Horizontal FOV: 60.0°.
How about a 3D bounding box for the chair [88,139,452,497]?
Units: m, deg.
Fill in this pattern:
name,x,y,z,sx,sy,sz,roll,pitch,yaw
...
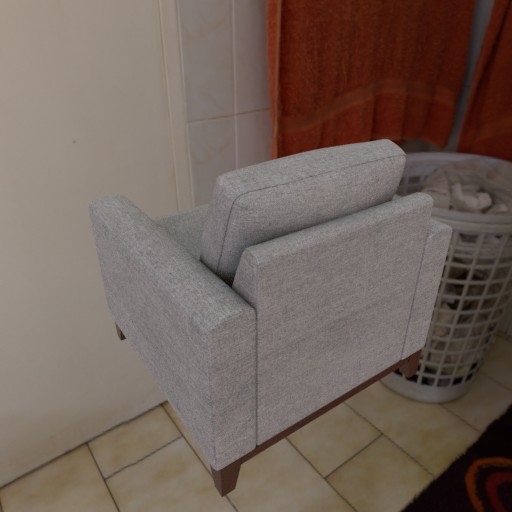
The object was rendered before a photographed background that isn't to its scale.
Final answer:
name,x,y,z,sx,sy,sz,roll,pitch,yaw
chair,0.000,0.000,1.806,1.024,1.010,1.038,-19,35,-30
